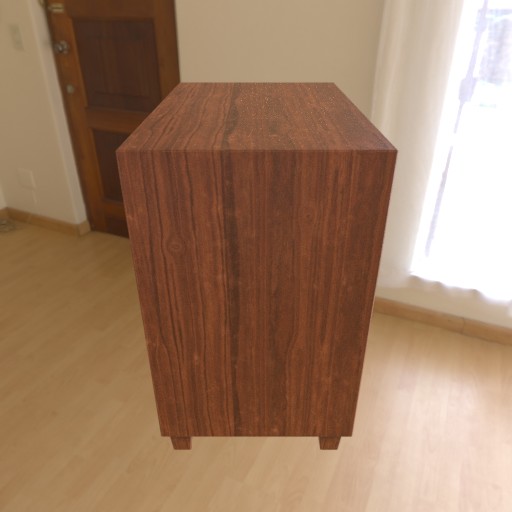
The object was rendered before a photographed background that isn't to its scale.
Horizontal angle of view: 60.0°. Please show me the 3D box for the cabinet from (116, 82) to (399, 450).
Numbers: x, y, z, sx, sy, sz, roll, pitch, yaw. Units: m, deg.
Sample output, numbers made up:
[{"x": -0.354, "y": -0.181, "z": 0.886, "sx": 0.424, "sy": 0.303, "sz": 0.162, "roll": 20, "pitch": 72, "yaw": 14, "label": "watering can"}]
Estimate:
[{"x": 0.000, "y": 0.000, "z": 1.065, "sx": 0.410, "sy": 0.695, "sz": 0.607, "roll": 0, "pitch": 30, "yaw": 0, "label": "cabinet"}]
